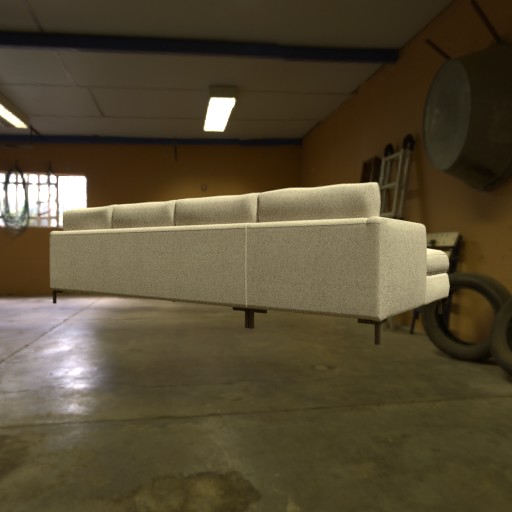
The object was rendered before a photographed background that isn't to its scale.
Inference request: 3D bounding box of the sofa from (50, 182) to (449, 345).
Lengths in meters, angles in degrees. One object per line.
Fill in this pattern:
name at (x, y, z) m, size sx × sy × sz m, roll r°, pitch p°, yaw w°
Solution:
sofa at (0.000, 0.000, 3.480) m, size 2.737 × 0.756 × 1.879 m, roll 1°, pitch 1°, yaw 35°
